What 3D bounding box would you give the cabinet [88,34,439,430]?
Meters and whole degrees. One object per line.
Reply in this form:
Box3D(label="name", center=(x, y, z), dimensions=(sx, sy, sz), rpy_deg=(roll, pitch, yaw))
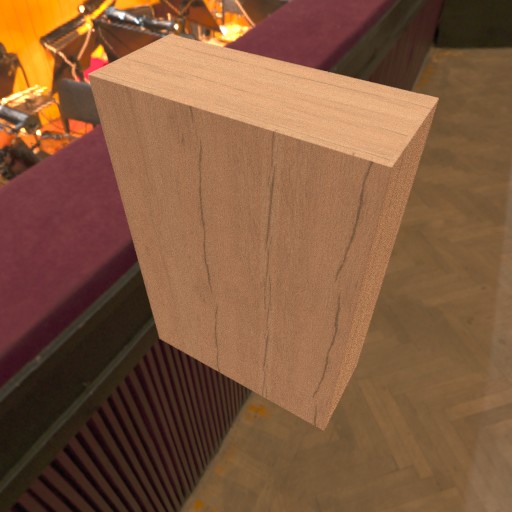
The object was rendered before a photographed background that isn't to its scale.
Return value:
Box3D(label="cabinet", center=(0.000, 0.000, 2.627), dimensions=(1.400, 2.070, 0.580), rpy_deg=(23, 50, 21))
